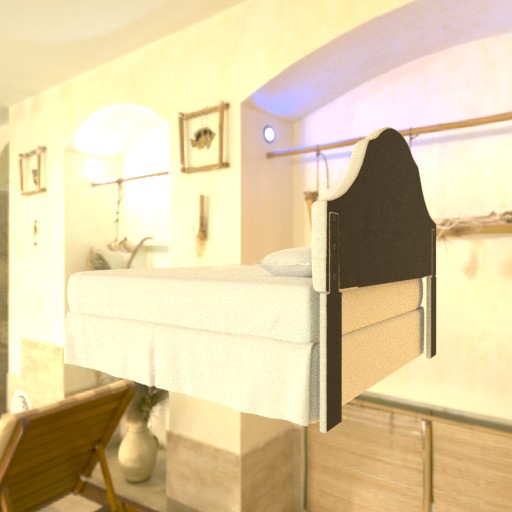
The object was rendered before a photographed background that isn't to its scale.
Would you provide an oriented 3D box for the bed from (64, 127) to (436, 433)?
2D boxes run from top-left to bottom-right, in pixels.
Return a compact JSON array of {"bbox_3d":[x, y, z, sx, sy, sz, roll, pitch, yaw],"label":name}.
[{"bbox_3d":[0.000,0.000,3.465,2.214,1.615,2.008,0,0,36],"label":"bed"}]
